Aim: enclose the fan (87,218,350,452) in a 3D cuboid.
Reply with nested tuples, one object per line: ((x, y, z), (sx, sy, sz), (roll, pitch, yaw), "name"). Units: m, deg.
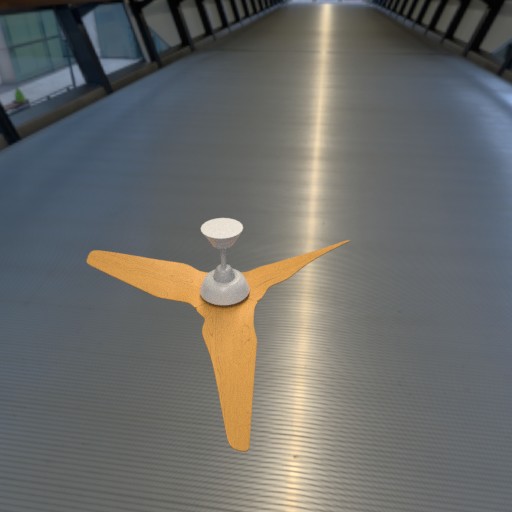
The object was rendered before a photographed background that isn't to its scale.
((0.000, 0.000, 1.692), (1.010, 0.355, 1.142), (-23, 39, -31), "fan")
